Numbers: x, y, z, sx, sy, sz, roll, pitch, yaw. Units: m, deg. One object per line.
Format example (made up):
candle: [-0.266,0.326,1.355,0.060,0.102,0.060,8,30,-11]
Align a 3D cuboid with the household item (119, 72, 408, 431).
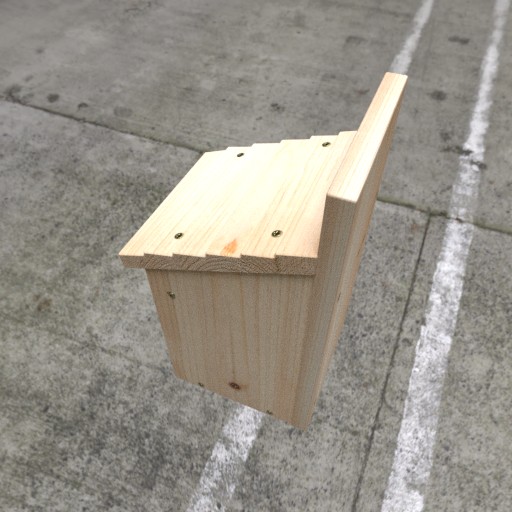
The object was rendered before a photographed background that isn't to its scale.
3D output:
household item: [0.000,0.000,0.398,0.171,0.300,0.149,17,50,15]
